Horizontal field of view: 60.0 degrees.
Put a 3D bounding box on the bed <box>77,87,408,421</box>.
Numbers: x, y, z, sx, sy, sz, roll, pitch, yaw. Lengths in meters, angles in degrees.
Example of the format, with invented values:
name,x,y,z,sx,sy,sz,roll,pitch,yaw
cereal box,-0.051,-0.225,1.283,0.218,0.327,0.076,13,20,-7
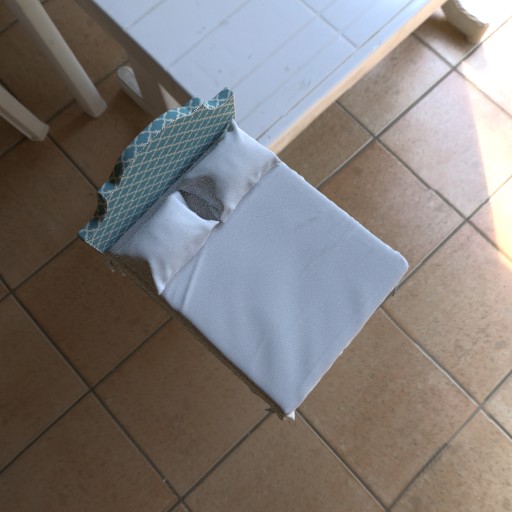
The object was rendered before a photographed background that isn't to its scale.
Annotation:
name,x,y,z,sx,sy,sz,roll,pitch,yaw
bed,0.000,0.000,3.520,2.222,1.633,1.780,40,80,9
